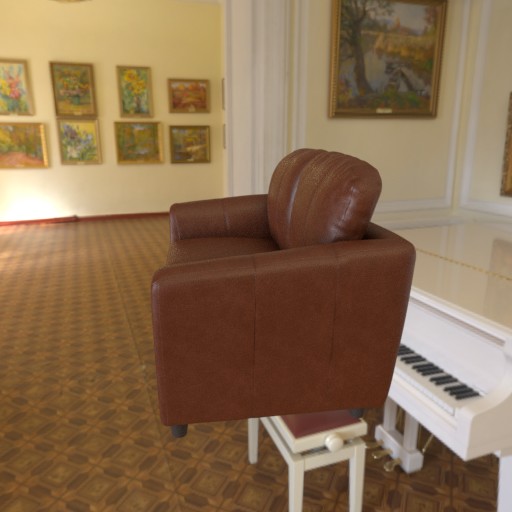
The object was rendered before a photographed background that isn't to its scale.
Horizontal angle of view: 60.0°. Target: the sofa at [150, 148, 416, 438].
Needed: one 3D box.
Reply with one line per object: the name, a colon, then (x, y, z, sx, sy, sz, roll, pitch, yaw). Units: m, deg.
sofa: (0.000, 0.000, 1.950, 0.805, 0.906, 1.406, -2, 15, -8)
